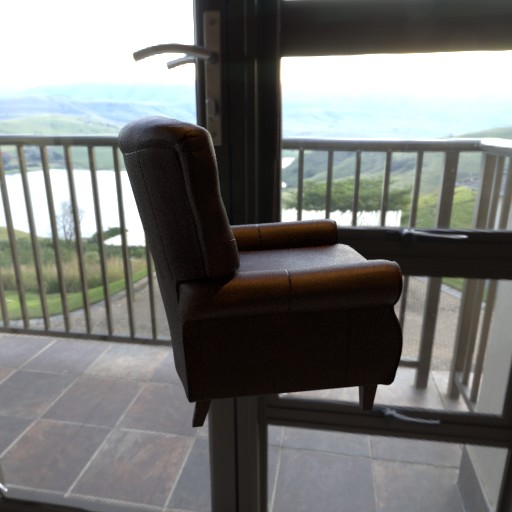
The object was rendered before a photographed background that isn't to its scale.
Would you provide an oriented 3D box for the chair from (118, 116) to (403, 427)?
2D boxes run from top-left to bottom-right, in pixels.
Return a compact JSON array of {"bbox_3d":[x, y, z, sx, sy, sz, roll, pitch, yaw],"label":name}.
[{"bbox_3d":[0.000,0.000,1.922,1.058,1.158,0.948,-3,17,-8],"label":"chair"}]
